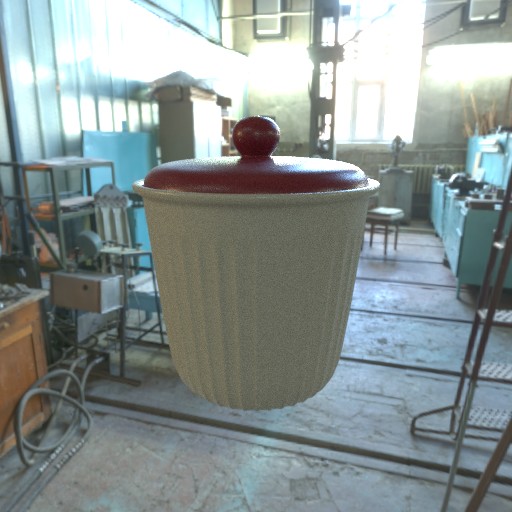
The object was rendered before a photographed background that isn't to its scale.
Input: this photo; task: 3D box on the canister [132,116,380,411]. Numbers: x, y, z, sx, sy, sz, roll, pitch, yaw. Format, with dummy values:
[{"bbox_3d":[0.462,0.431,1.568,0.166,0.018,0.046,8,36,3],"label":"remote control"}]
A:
[{"bbox_3d":[0.000,0.000,0.350,0.181,0.211,0.181,0,15,0],"label":"canister"}]
